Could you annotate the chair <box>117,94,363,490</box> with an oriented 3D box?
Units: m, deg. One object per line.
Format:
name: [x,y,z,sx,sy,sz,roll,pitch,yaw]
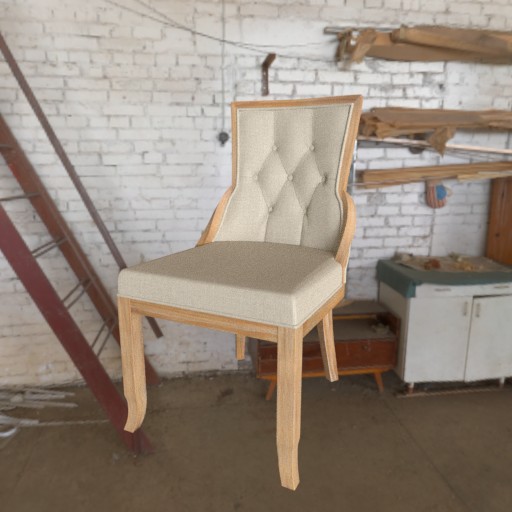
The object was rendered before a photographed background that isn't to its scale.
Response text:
chair: [0.000,0.000,1.325,0.524,0.947,0.641,6,15,26]
